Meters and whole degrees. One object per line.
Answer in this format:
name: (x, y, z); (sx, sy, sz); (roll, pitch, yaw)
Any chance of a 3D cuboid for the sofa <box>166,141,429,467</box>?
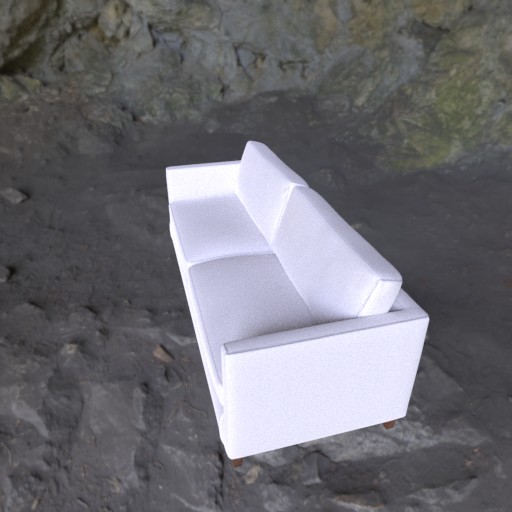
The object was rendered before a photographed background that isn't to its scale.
sofa: (0.000, 0.000, 2.919); (0.951, 0.962, 2.361); (-8, 31, -13)
